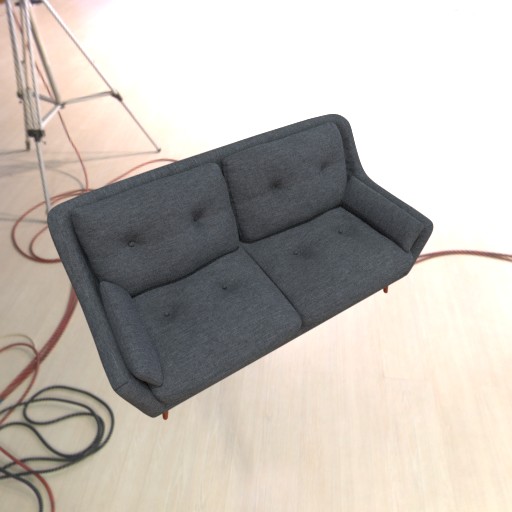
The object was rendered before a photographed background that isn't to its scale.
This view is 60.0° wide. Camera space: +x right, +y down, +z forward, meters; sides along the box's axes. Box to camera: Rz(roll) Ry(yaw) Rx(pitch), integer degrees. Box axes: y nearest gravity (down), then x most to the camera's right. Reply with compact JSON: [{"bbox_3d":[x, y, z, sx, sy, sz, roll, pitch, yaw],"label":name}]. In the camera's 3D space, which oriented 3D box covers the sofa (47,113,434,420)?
[{"bbox_3d":[0.000,0.000,2.494,1.929,0.896,0.975,-25,50,-23],"label":"sofa"}]
